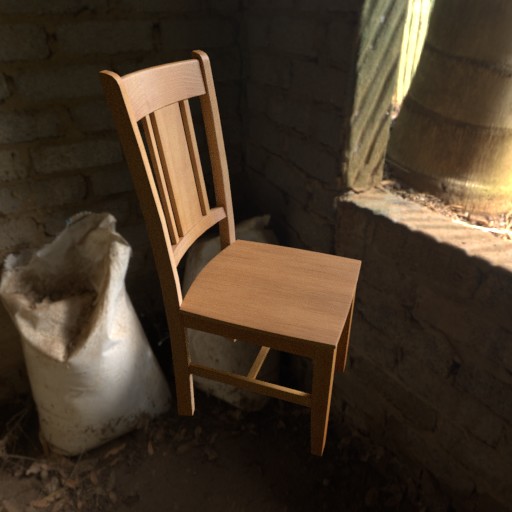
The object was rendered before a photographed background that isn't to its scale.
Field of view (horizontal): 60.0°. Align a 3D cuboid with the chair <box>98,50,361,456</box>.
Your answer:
[{"bbox_3d":[0.000,0.000,1.245,0.556,0.998,0.450,10,32,17],"label":"chair"}]
